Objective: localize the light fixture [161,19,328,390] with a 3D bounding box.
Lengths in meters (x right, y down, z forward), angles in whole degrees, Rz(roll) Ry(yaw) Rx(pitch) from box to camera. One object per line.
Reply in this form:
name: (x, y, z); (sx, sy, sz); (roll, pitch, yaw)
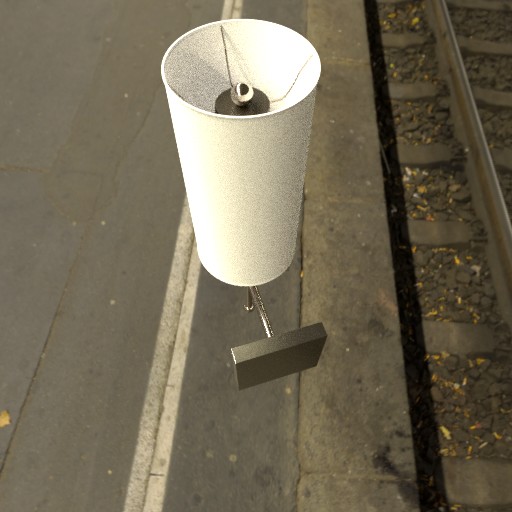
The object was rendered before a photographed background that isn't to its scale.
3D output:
light fixture: (0.000, 0.000, 0.533); (0.128, 0.462, 0.208); (-15, 59, -9)
